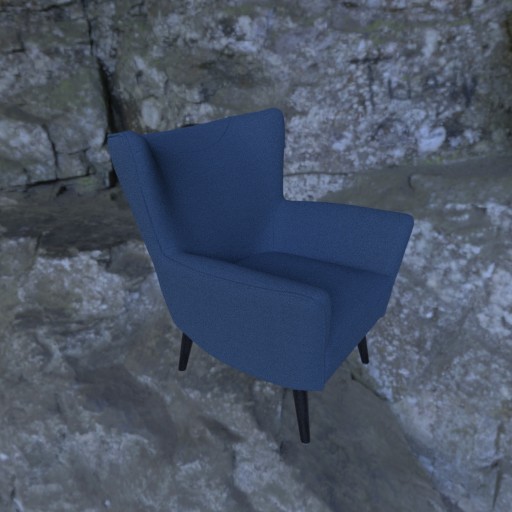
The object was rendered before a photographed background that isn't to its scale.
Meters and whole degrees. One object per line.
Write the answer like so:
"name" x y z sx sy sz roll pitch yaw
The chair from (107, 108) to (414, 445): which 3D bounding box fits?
"chair" 0.000 0.000 1.592 0.888 0.933 0.781 16 29 32
